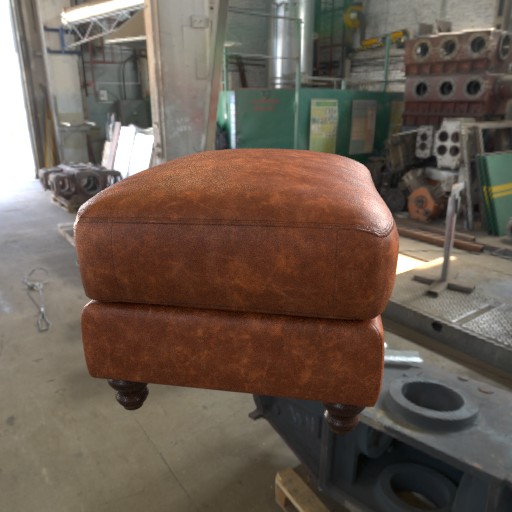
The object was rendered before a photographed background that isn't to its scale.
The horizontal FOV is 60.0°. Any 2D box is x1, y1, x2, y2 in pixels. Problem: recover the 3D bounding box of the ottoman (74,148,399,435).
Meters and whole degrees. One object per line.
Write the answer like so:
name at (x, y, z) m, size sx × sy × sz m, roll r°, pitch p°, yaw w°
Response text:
ottoman at (0.000, 0.000, 1.227) m, size 0.657 × 0.562 × 0.832 m, roll 3°, pitch 19°, yaw 9°
